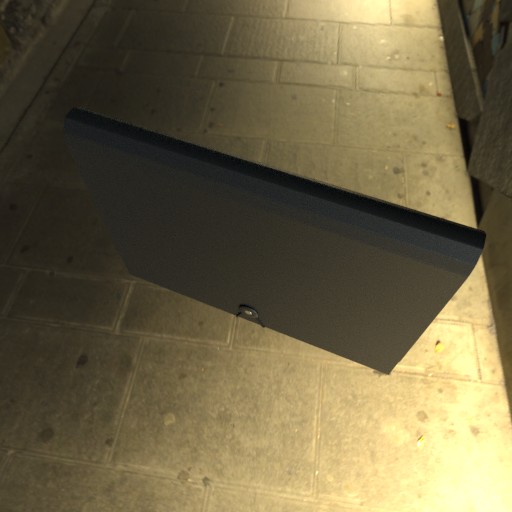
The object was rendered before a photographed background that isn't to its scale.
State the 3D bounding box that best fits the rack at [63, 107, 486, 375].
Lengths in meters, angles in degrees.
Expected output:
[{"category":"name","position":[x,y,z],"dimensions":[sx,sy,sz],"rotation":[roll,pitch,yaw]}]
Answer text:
[{"category":"rack","position":[0.000,0.000,0.430],"dimensions":[0.330,0.241,0.041],"rotation":[20,60,12]}]
